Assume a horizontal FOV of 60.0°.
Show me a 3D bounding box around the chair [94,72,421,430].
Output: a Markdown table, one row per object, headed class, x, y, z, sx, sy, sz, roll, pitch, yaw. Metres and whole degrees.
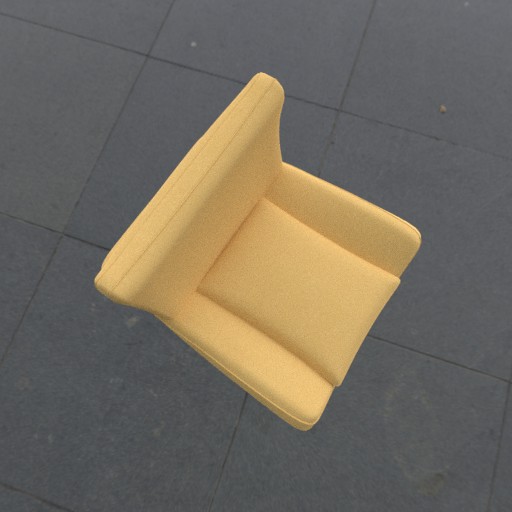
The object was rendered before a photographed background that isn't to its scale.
| class | x | y | z | sx | sy | sz | roll | pitch | yaw |
| --- | --- | --- | --- | --- | --- | --- | --- | --- | --- |
| chair | 0.000 | 0.000 | 1.661 | 1.008 | 0.855 | 0.859 | 32 | 76 | 9 |
